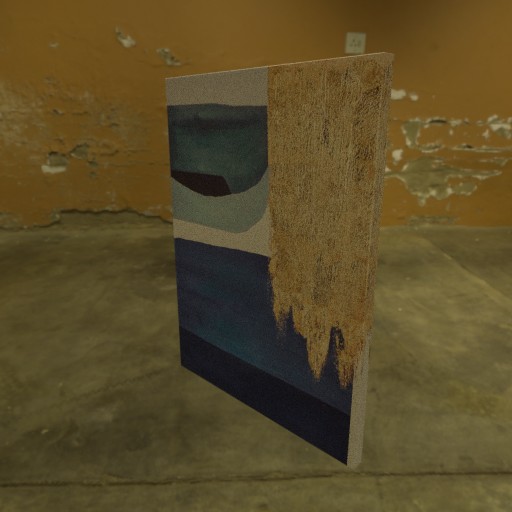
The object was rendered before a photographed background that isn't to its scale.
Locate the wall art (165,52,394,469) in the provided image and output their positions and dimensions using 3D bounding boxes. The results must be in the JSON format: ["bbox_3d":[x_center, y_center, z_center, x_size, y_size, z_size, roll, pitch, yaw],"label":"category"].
[{"bbox_3d":[0.000,0.000,0.785,0.458,0.613,0.026,15,22,42],"label":"wall art"}]
